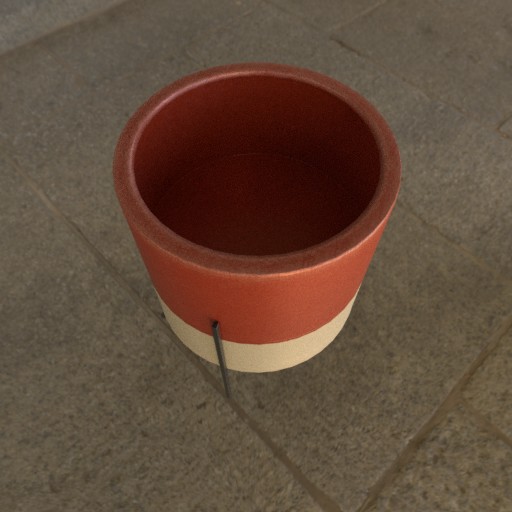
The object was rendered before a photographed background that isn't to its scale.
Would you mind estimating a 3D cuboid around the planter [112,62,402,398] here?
[{"bbox_3d":[0.000,0.000,0.722,0.345,0.465,0.354,15,59,9],"label":"planter"}]
